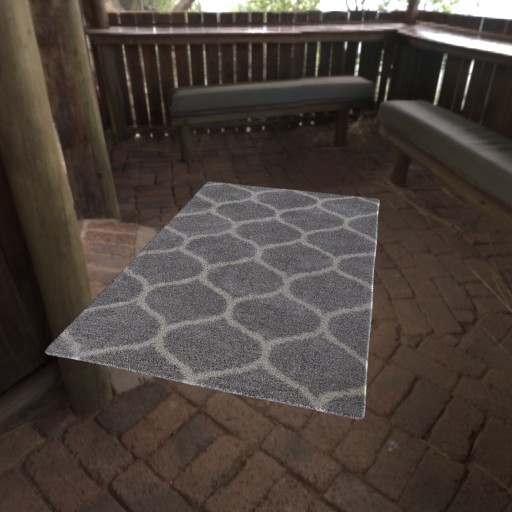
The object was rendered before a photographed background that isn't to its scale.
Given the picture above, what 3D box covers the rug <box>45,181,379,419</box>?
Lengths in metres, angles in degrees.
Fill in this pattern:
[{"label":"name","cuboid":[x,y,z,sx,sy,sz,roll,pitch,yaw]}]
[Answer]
[{"label":"rug","cuboid":[0.000,0.000,3.453,1.801,0.026,2.701,8,32,13]}]
